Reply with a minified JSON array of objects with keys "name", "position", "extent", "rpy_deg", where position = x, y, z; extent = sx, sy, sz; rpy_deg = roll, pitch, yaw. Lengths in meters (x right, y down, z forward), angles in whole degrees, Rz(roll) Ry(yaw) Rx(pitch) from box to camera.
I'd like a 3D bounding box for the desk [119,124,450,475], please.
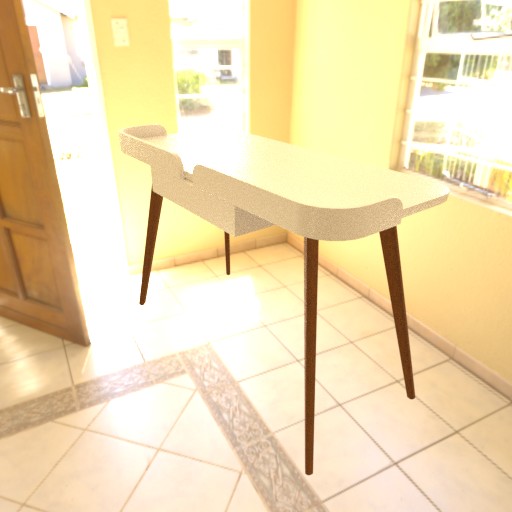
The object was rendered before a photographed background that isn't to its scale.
[{"name":"desk","position":[0.000,0.000,1.643],"extent":[0.534,0.807,1.206],"rpy_deg":[-19,32,-33]}]
